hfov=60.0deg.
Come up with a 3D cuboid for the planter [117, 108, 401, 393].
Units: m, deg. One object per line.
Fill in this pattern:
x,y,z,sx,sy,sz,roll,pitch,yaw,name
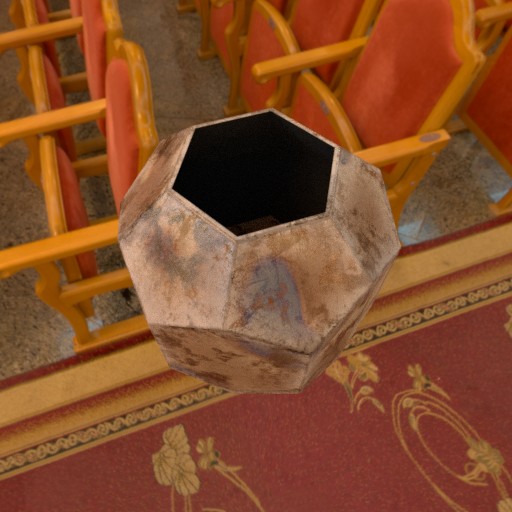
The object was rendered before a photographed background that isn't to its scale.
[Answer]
0.000,0.000,0.420,0.221,0.238,0.243,-16,59,-10,planter
